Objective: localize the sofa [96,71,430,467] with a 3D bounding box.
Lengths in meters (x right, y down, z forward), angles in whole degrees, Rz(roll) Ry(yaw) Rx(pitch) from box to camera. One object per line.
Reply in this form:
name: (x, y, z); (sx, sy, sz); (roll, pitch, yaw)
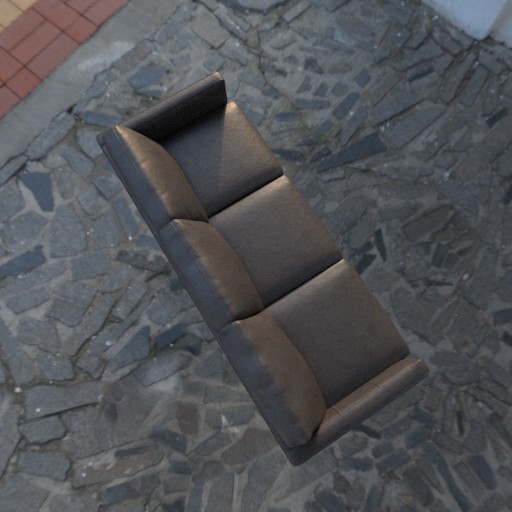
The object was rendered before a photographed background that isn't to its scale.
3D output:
sofa: (0.000, 0.000, 3.101); (1.045, 1.006, 2.464); (-32, 78, -8)
